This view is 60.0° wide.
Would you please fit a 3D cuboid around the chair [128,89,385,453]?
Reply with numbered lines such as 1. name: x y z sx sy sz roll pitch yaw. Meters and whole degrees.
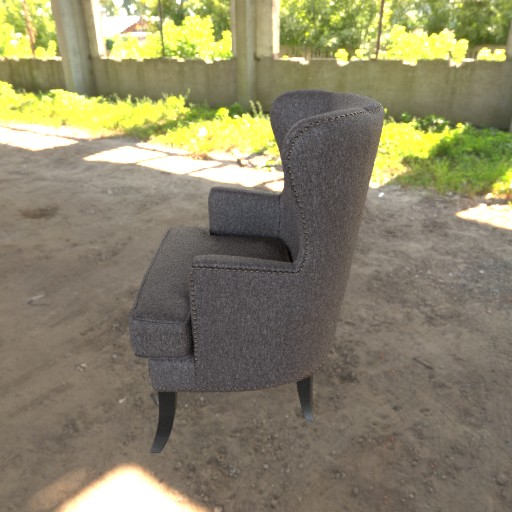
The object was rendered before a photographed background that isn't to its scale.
1. chair: 0.000 0.000 1.567 0.758 1.060 0.759 0 25 -1
